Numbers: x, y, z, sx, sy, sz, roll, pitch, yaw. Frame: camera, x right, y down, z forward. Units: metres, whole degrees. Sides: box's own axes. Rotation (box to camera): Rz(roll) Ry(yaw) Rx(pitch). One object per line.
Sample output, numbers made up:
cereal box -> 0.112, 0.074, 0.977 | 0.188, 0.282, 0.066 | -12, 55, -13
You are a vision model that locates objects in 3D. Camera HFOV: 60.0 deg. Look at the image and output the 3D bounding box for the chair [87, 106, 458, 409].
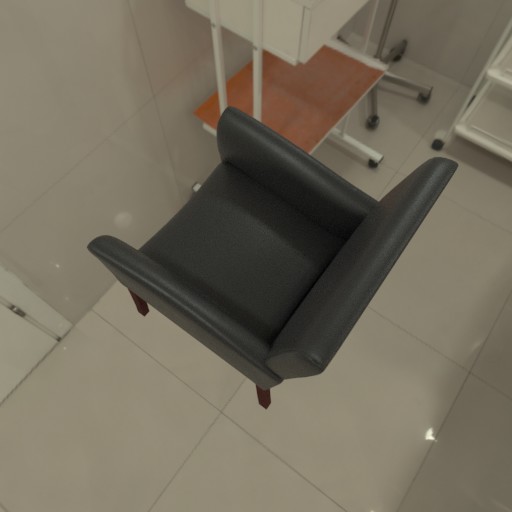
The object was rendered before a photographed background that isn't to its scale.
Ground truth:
chair -> 0.000, 0.000, 1.475 | 0.772, 0.951, 0.683 | 33, 68, 15
